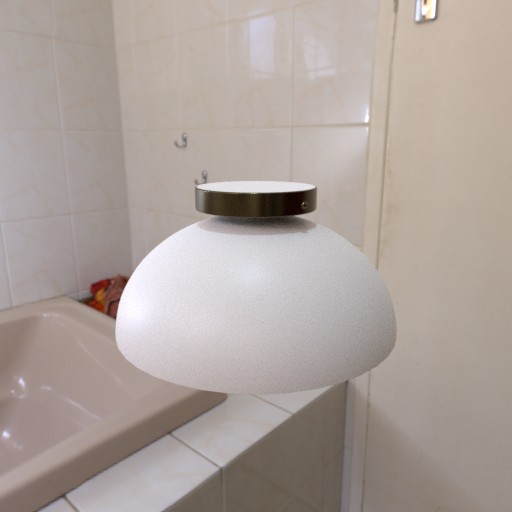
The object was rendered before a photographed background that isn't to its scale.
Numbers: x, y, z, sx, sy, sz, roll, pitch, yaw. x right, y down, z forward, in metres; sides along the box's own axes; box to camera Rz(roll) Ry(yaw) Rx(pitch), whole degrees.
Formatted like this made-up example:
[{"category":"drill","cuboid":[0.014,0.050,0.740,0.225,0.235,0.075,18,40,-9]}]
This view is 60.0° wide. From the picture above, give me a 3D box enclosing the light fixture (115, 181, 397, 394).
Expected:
[{"category":"light fixture","cuboid":[0.000,0.000,0.564,0.355,0.177,0.355,0,14,0]}]
